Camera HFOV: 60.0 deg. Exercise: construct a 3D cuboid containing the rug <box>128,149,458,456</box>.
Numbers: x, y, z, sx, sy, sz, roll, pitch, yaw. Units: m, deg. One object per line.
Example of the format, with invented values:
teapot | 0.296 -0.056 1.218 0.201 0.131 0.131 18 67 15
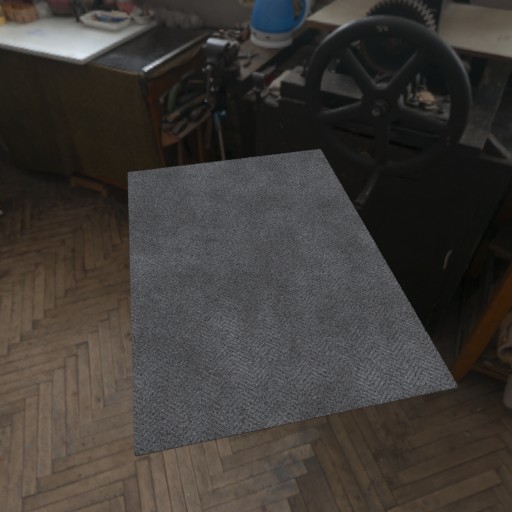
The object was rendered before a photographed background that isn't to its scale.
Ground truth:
rug | 0.000 0.000 2.874 1.600 0.008 2.235 -9 46 -8
